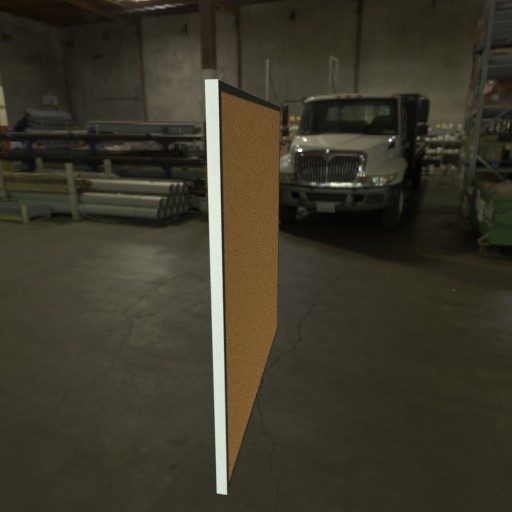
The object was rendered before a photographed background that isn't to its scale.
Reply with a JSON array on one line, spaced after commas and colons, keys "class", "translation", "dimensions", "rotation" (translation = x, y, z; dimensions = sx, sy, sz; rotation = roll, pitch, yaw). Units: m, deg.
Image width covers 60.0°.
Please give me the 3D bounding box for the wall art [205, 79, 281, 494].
[{"class": "wall art", "translation": [0.000, 0.000, 1.192], "dimensions": [0.022, 0.803, 0.805], "rotation": [3, 16, 10]}]
